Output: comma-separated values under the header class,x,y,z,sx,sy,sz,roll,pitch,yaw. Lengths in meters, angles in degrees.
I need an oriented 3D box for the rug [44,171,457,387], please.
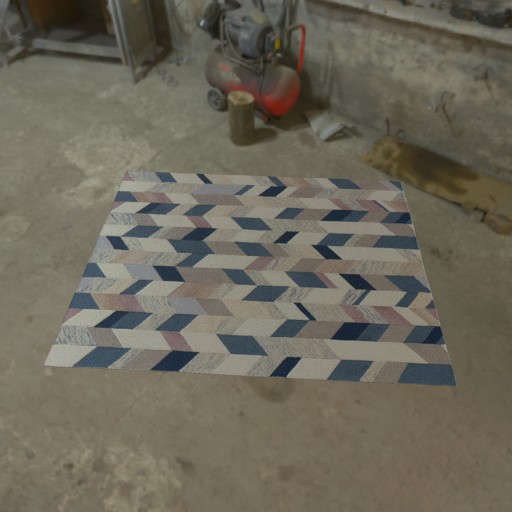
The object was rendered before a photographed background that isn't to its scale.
class,x,y,z,sx,sy,sz,roll,pitch,yaw
rug,0.000,0.000,4.108,3.072,0.011,2.451,2,47,2
